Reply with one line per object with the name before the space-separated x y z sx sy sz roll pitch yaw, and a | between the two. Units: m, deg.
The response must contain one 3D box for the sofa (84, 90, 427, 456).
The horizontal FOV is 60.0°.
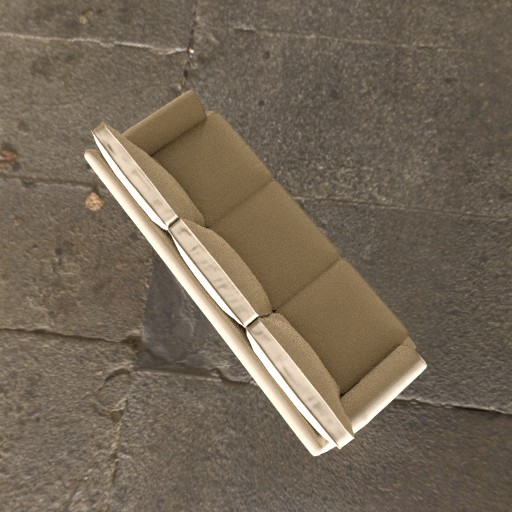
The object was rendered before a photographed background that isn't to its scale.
sofa | 0.000 0.000 2.851 0.966 0.948 2.354 -38 79 -8
